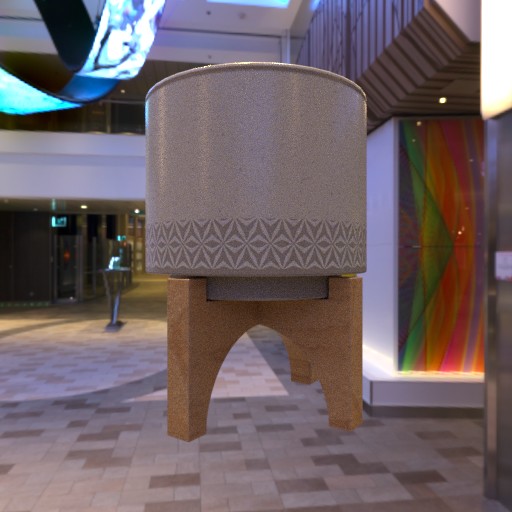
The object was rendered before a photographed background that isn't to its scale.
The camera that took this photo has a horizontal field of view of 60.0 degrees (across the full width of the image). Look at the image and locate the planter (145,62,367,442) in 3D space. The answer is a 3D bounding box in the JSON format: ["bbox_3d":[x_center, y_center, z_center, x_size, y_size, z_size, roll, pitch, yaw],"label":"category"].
[{"bbox_3d":[0.000,0.000,0.267,0.130,0.178,0.130,0,0,0],"label":"planter"}]
